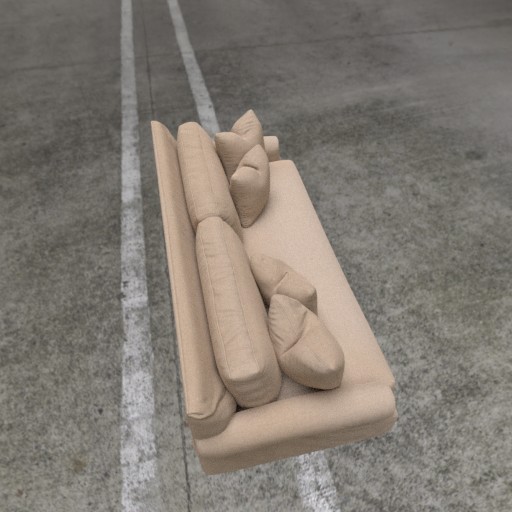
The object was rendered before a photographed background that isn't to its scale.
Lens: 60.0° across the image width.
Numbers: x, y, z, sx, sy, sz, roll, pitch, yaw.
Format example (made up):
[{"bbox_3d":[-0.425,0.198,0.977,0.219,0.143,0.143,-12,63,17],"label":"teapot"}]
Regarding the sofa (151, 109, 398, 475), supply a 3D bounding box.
[{"bbox_3d":[0.000,0.000,2.755,1.067,0.904,2.285,-10,49,-8],"label":"sofa"}]
